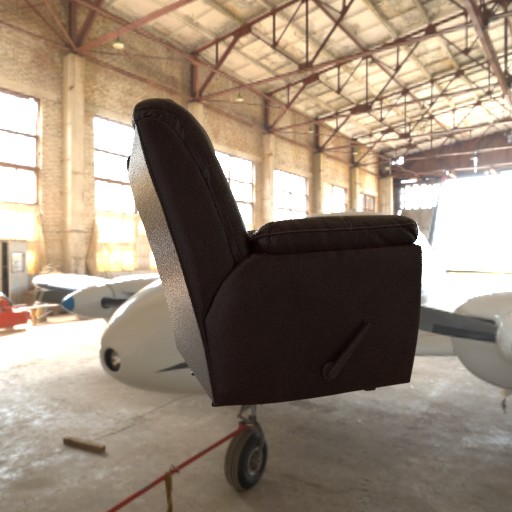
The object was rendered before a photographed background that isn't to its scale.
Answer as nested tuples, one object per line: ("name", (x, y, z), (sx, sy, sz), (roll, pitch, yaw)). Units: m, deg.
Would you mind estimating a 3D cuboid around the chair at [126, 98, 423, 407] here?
("chair", (0.000, 0.000, 1.882), (1.041, 1.093, 0.990), (0, 0, -18))
